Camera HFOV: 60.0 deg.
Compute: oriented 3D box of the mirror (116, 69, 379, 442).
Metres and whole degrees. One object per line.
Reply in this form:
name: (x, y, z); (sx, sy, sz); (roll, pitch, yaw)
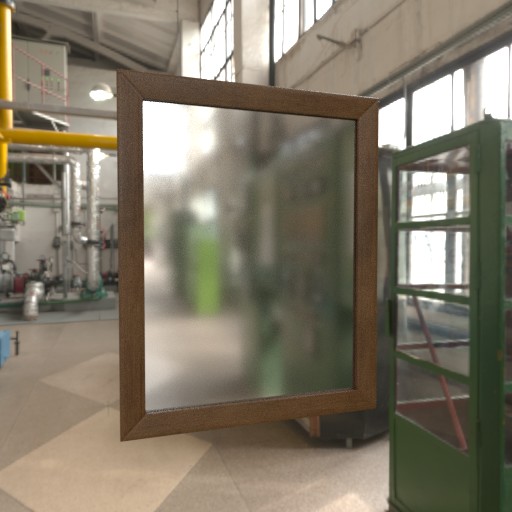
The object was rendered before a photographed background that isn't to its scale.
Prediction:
mirror: (0.000, 0.000, 0.683); (0.405, 0.508, 0.041); (-1, 2, -18)
